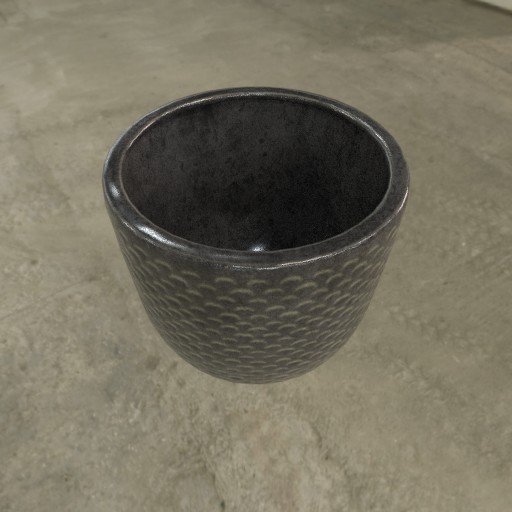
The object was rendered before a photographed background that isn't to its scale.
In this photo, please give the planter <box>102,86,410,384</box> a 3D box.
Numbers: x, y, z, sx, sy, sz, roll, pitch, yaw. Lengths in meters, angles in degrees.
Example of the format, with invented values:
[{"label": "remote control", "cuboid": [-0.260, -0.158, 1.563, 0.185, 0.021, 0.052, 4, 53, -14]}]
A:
[{"label": "planter", "cuboid": [0.000, 0.000, 0.355, 0.197, 0.191, 0.197, 0, 47, 0]}]
